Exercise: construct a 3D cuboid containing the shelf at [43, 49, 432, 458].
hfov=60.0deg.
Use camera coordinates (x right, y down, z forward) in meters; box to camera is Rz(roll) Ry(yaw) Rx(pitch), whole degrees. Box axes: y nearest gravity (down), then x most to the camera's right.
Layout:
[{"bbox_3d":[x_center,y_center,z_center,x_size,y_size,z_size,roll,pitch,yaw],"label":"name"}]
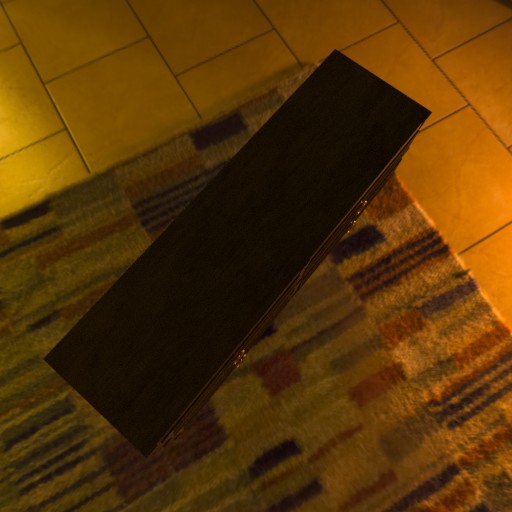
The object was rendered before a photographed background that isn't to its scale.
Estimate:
[{"bbox_3d":[0.000,0.000,1.901,0.479,0.719,1.575,38,77,11],"label":"shelf"}]
